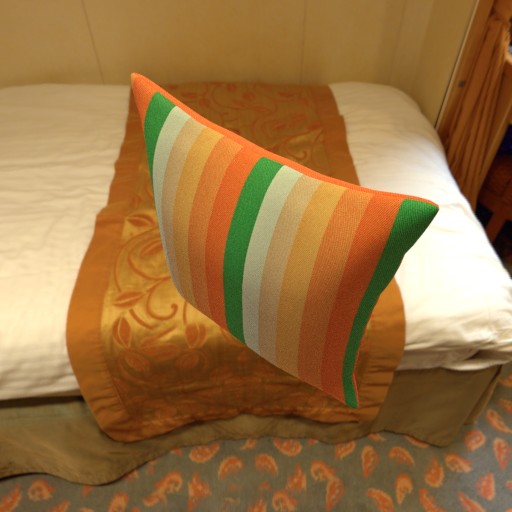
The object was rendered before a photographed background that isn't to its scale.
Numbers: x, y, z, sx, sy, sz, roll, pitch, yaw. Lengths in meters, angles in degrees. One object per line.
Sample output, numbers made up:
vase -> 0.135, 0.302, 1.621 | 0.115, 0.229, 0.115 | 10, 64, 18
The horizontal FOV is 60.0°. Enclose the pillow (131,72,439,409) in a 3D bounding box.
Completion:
pillow -> 0.000, 0.000, 0.680 | 0.453, 0.444, 0.169 | 31, 54, 26
